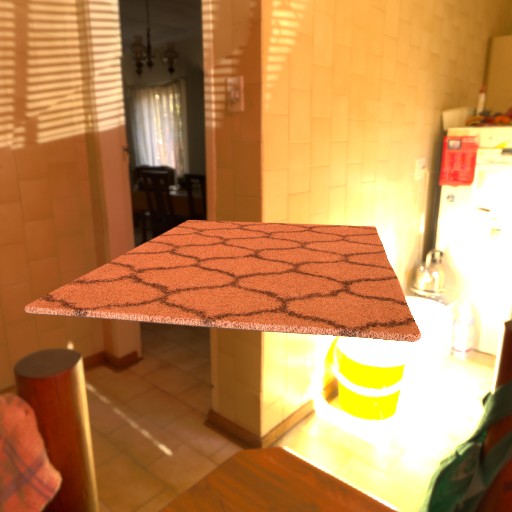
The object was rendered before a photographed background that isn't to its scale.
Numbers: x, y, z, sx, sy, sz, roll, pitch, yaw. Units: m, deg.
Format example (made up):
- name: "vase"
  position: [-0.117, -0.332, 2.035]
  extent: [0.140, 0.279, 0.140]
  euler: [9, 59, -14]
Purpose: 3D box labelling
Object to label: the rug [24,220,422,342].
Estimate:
- name: "rug"
  position: [0.000, 0.000, 2.046]
  extent: [1.200, 0.025, 1.600]
  euler: [3, 15, 10]
